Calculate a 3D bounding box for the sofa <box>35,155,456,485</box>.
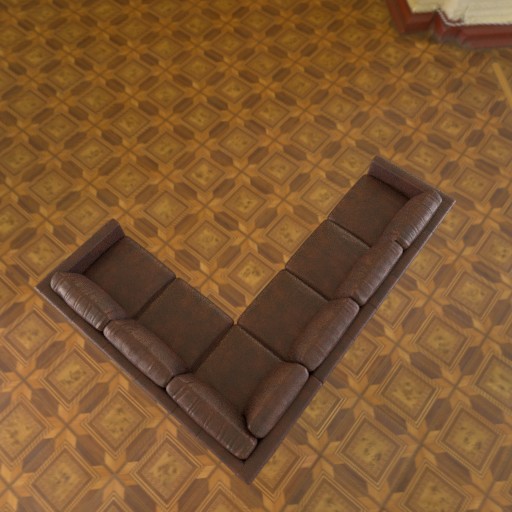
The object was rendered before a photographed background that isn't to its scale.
[{"bbox_3d":[0.000,0.000,4.300,2.438,0.836,3.152,36,69,17],"label":"sofa"}]
